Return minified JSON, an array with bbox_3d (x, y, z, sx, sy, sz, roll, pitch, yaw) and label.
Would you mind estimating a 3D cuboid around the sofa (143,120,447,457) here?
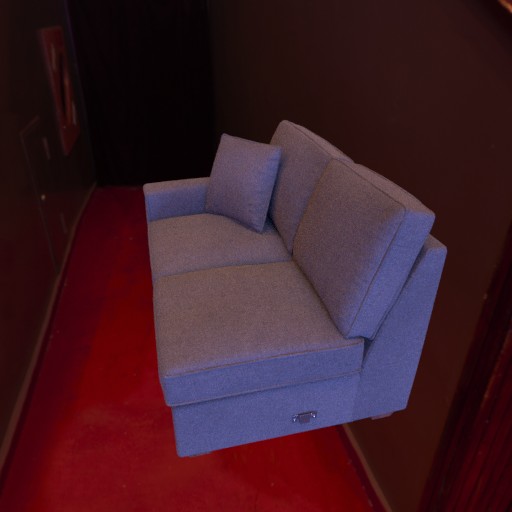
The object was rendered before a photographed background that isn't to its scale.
[{"bbox_3d":[0.000,0.000,2.091,0.991,0.989,1.388,-7,31,-12],"label":"sofa"}]
